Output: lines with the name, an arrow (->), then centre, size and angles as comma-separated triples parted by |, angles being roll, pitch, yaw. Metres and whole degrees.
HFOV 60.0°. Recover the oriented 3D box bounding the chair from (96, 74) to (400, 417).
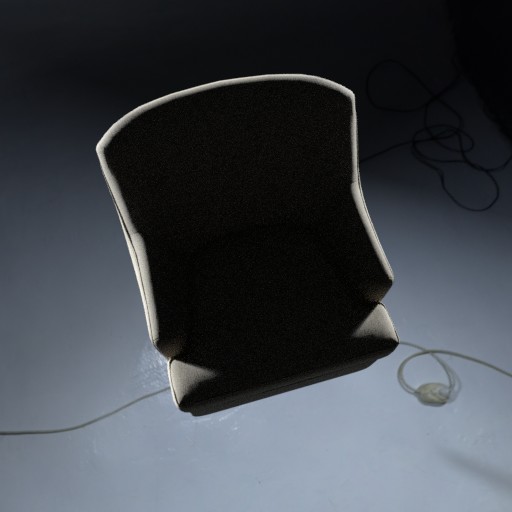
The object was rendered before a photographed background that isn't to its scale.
chair -> 0.000, 0.000, 1.622 | 0.864, 0.856, 0.923 | -14, 64, -7
